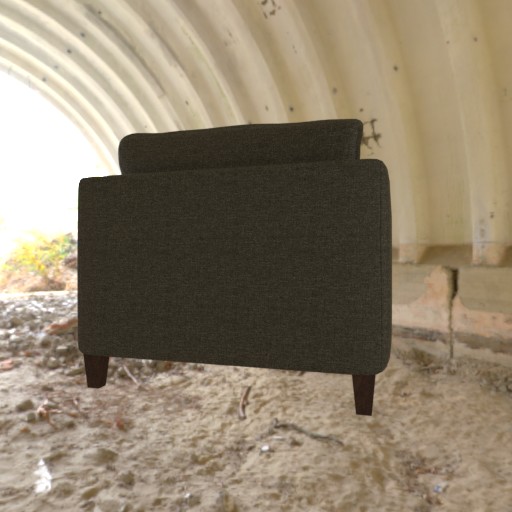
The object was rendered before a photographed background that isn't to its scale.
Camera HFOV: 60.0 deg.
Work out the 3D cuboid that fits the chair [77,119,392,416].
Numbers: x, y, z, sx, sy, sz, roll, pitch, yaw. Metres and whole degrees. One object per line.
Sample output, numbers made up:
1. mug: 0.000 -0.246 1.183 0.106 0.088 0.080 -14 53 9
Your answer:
1. chair: 0.000 0.000 1.886 1.107 0.963 0.959 0 -1 17
